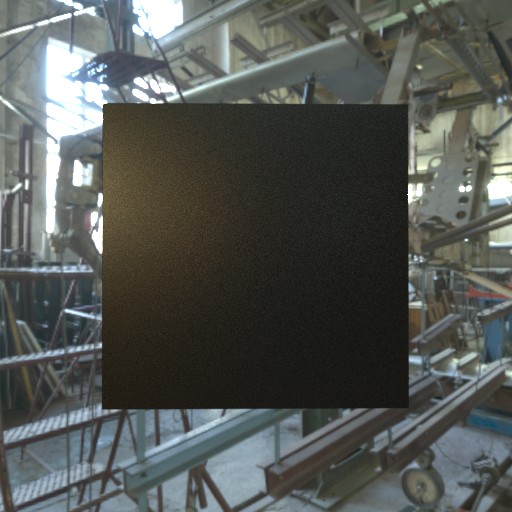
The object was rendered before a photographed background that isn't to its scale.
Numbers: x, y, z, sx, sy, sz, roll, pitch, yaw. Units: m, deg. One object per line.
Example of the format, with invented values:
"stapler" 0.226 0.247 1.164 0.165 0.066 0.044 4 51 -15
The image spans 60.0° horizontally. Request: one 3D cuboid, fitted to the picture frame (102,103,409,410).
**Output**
"picture frame" 0.000 0.000 0.822 0.559 0.557 0.029 0 0 -1
